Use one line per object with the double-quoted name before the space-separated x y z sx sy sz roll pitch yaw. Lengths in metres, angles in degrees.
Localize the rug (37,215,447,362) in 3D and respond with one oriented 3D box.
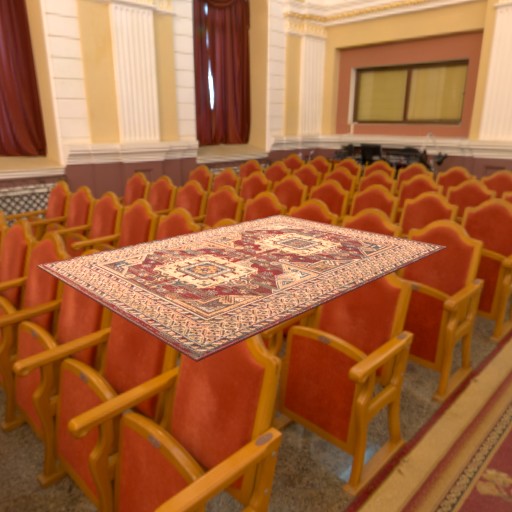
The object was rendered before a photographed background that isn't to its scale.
"rug" 0.000 0.000 2.929 2.210 0.011 1.599 -16 23 -42
